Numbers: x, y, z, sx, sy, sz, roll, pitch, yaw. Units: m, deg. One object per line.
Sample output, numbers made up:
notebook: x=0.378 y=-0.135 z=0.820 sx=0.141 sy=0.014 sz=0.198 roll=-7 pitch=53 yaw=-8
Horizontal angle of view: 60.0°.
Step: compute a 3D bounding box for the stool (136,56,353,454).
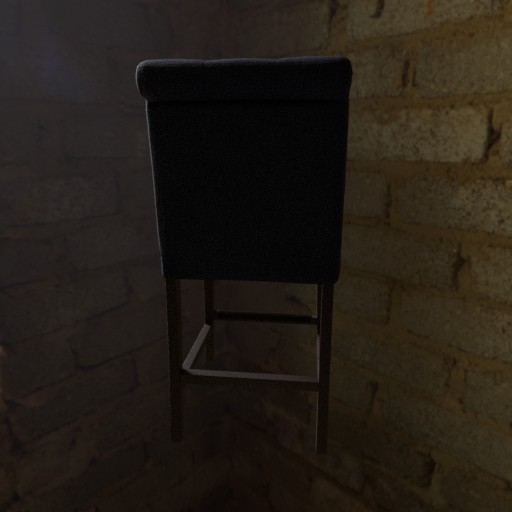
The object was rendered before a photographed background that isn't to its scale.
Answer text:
stool: x=0.000 y=0.000 z=1.314 sx=0.493 sy=1.010 sz=0.601 roll=2 pitch=15 yaw=7
